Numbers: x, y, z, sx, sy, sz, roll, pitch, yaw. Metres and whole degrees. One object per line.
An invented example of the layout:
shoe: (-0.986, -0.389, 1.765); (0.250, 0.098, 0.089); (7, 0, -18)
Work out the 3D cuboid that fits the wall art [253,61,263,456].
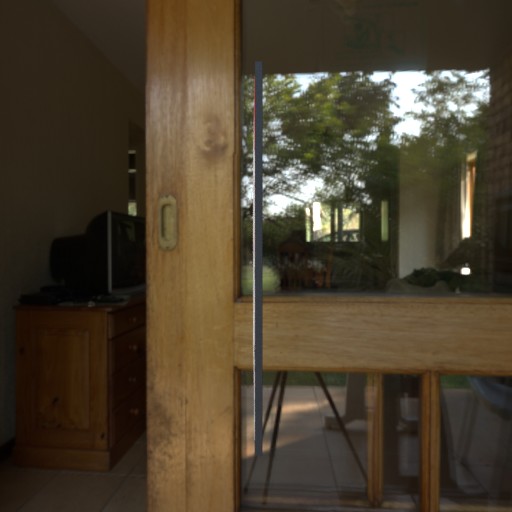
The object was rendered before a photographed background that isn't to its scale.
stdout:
wall art: (0.000, 0.000, 1.228); (0.013, 0.665, 0.963); (0, 1, -1)
